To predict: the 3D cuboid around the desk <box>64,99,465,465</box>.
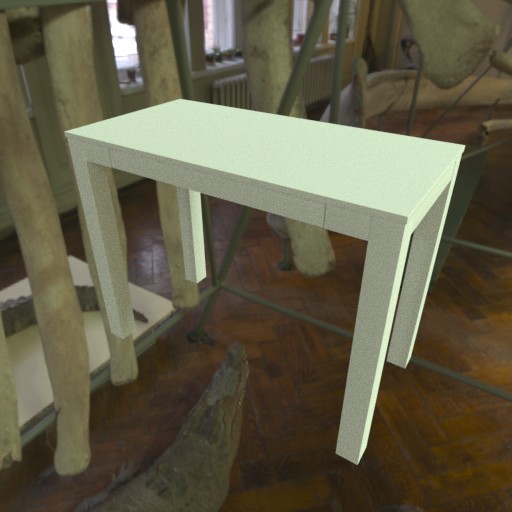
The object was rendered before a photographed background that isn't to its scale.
[{"bbox_3d":[0.000,0.000,1.419,0.990,0.762,0.497,19,37,28],"label":"desk"}]
